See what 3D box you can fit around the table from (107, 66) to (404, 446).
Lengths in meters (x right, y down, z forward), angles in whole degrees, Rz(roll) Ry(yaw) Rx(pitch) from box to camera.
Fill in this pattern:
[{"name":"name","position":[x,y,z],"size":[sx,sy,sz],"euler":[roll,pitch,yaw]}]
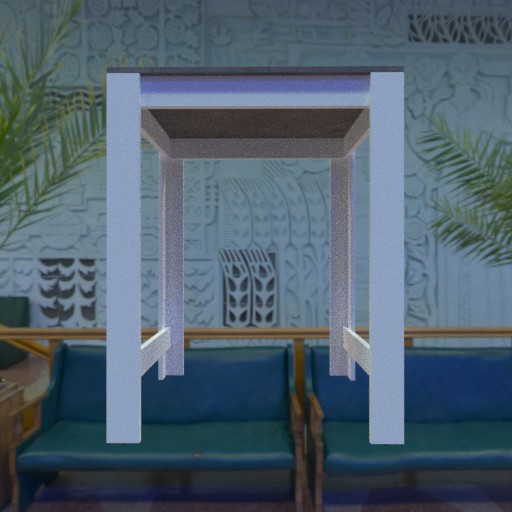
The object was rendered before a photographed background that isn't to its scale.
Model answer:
[{"name":"table","position":[0.000,0.000,1.542],"size":[0.800,1.020,0.700],"euler":[0,0,0]}]
